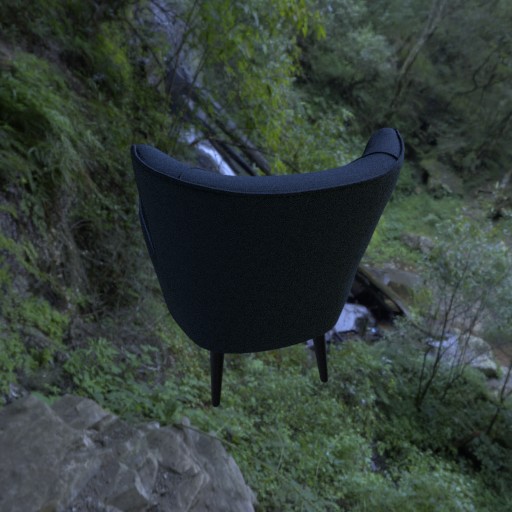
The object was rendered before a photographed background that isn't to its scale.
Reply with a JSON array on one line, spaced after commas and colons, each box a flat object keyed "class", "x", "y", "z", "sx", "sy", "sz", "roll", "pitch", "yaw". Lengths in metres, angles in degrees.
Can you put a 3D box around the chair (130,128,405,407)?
[{"class": "chair", "x": 0.000, "y": 0.000, "z": 1.597, "sx": 0.781, "sy": 0.933, "sz": 0.888, "roll": -8, "pitch": 29, "yaw": -15}]
